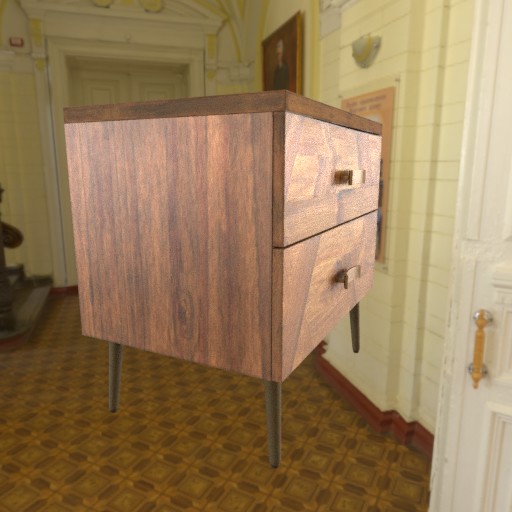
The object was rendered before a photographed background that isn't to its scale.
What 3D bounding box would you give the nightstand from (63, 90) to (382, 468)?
[{"bbox_3d":[0.000,0.000,1.013,0.458,0.610,0.610,6,13,27],"label":"nightstand"}]
